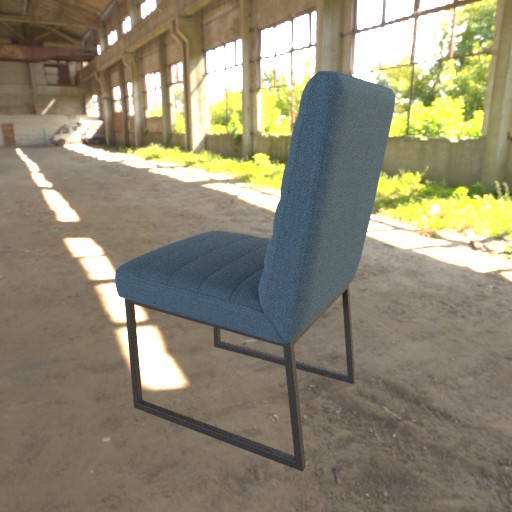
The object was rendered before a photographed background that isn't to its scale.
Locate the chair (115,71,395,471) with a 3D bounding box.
[{"bbox_3d":[0.000,0.000,1.283,0.634,0.930,0.520,9,18,27],"label":"chair"}]
